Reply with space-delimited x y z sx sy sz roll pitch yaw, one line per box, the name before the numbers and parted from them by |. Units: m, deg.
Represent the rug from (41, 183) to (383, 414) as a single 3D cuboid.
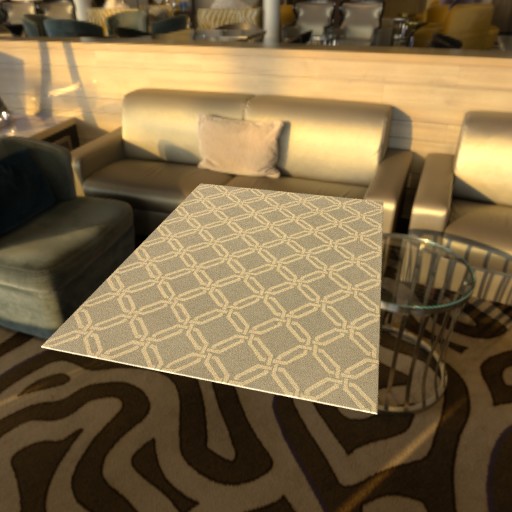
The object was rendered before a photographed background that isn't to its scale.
rug | 0.000 0.000 4.432 2.438 0.013 3.353 8 32 12
